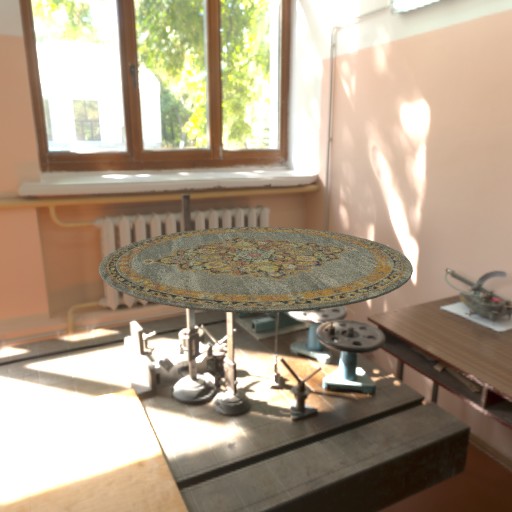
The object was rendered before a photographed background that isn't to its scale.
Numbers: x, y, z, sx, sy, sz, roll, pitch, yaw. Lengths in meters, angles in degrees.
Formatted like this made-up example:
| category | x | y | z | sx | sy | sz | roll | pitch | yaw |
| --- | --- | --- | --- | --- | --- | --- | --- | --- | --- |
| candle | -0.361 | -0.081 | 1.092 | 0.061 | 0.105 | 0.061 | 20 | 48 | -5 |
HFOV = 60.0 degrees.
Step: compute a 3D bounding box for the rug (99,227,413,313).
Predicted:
| category | x | y | z | sx | sy | sz | roll | pitch | yaw |
| --- | --- | --- | --- | --- | --- | --- | --- | --- | --- |
| rug | 0.000 | 0.000 | 2.381 | 1.598 | 0.010 | 1.598 | 0 | 15 | 0 |
